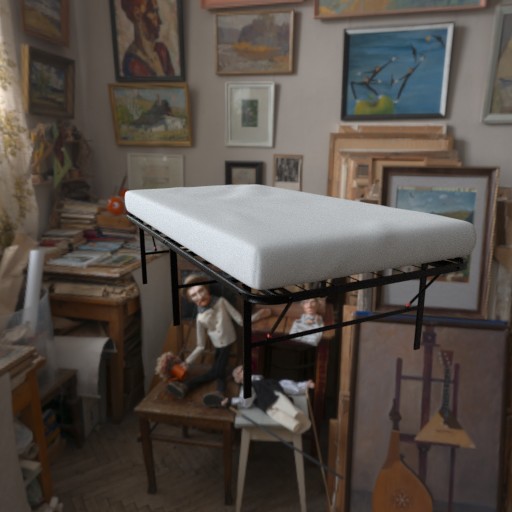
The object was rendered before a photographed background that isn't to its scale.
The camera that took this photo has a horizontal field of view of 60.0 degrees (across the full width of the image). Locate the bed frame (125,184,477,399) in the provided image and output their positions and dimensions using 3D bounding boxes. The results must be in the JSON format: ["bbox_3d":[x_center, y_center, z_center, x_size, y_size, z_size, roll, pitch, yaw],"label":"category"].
[{"bbox_3d":[0.000,0.000,2.370,0.989,0.619,1.903,-7,16,-27],"label":"bed frame"}]
